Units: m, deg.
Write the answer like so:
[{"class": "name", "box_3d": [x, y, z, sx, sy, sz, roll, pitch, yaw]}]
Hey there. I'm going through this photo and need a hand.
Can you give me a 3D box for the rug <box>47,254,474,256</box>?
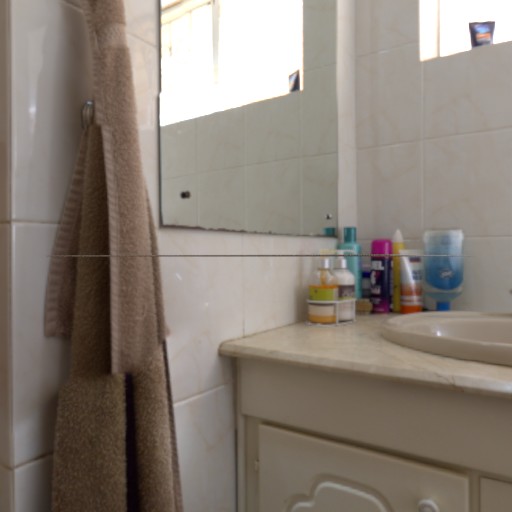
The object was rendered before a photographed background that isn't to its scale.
[{"class": "rug", "box_3d": [0.000, 0.000, 2.265, 1.818, 0.005, 1.217, 0, 0, 36]}]
